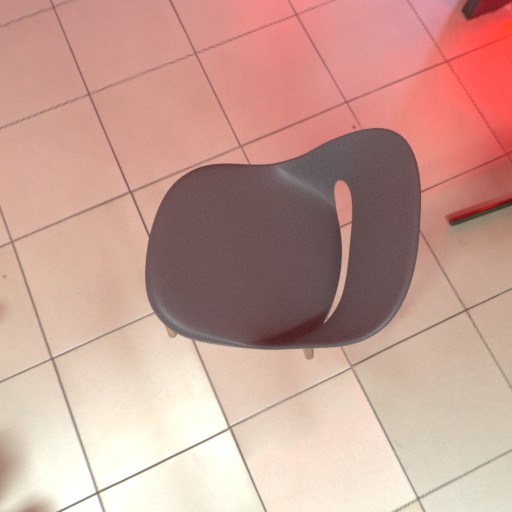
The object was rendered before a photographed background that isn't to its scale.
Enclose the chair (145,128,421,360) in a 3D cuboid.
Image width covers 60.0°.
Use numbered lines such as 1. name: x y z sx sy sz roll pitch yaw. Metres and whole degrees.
1. chair: 0.000 0.000 1.136 0.556 0.795 0.470 8 76 2
